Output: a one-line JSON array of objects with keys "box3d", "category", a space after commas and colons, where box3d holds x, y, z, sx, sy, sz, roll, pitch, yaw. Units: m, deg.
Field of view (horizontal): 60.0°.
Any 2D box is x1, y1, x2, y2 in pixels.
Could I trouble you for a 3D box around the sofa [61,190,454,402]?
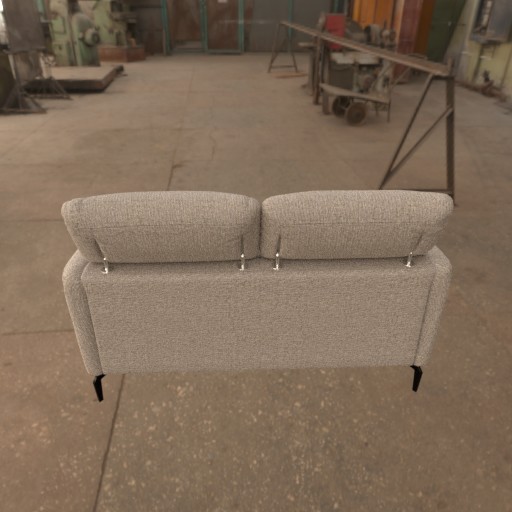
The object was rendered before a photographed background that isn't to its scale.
[{"box3d": [0.000, 0.000, 2.084, 1.540, 0.950, 0.905, -1, 30, -2], "category": "sofa"}]
